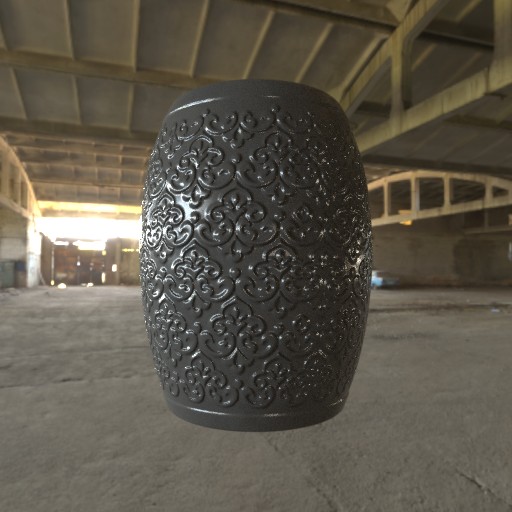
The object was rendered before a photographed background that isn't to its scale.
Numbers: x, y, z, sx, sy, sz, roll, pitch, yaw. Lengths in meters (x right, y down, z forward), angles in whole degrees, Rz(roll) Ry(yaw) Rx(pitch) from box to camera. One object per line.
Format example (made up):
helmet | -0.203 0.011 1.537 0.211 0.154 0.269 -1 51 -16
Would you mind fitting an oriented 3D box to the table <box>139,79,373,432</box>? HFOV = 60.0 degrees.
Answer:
table | 0.000 0.000 0.607 0.309 0.397 0.309 0 -2 0
